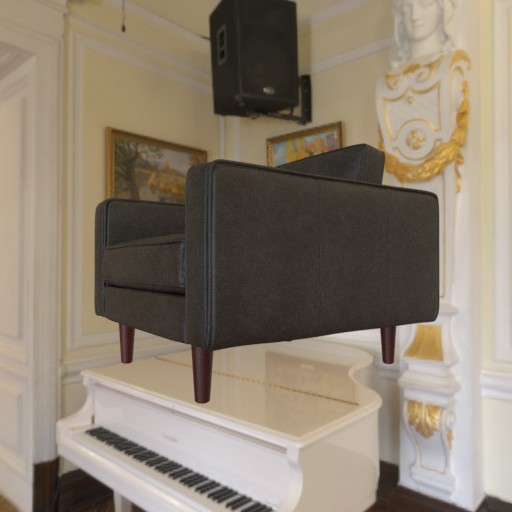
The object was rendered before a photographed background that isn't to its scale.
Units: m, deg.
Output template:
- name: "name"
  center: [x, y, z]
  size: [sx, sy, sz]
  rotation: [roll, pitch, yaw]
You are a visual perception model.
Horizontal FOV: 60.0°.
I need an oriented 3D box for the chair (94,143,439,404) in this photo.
- name: "chair"
  center: [0.000, 0.000, 1.579]
  size: [0.914, 0.763, 0.889]
  rotation: [1, -1, -36]
